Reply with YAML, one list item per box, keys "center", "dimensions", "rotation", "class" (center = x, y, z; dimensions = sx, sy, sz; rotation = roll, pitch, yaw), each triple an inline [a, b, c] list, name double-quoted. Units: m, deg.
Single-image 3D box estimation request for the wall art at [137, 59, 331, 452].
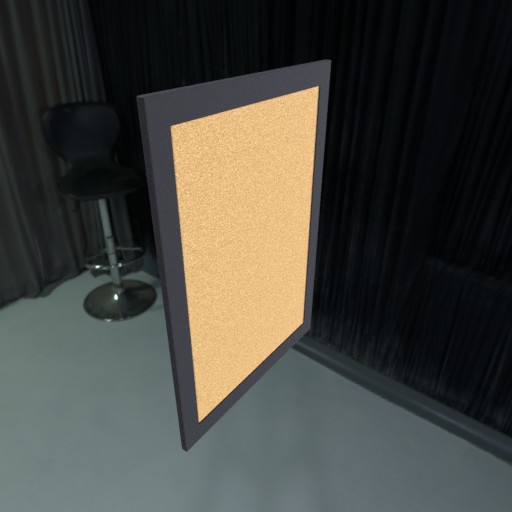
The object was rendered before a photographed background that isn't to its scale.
- center: [0.000, 0.000, 0.689]
  dimensions: [0.012, 0.529, 0.374]
  rotation: [20, 36, 31]
  class: "wall art"
